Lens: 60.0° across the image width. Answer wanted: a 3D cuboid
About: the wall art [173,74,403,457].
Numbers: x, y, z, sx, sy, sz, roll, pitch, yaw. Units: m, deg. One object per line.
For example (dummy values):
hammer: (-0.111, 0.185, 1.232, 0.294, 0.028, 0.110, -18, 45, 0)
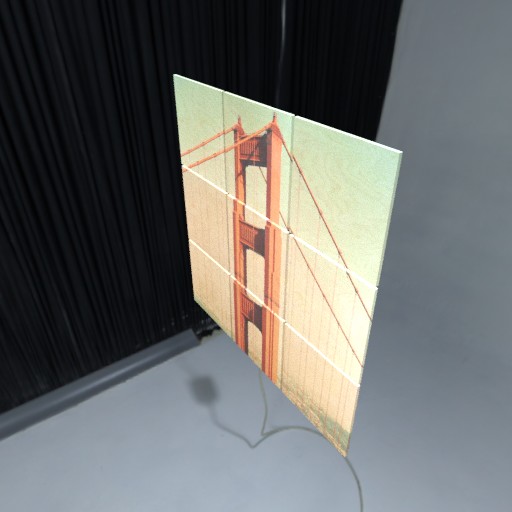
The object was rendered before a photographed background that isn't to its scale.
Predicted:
wall art: (0.000, 0.000, 1.813, 0.013, 1.219, 1.214, -21, 38, -29)
